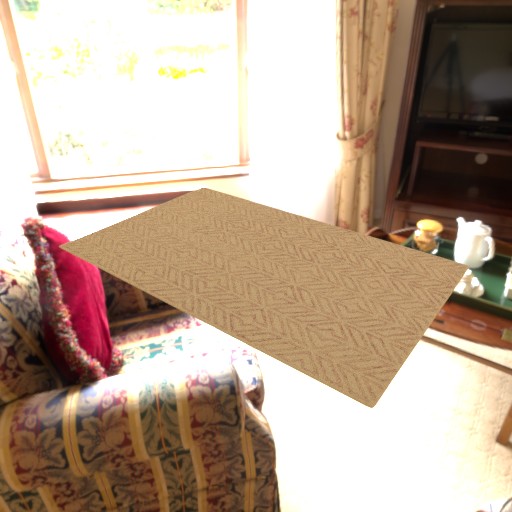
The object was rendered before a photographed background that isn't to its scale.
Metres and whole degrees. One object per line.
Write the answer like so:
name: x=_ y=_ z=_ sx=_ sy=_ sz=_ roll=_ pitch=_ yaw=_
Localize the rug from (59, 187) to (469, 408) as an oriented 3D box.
rug: x=0.000 y=0.000 z=3.083 sx=2.438 sy=0.008 sz=1.523 roll=21 pitch=35 yaw=32
